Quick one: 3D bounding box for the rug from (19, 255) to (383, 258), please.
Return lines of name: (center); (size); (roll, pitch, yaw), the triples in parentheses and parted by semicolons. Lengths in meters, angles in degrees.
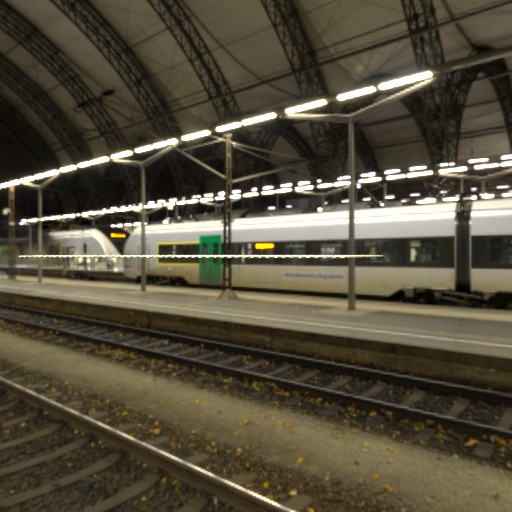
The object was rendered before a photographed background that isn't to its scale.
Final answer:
rug: (0.000, 0.000, 2.989); (1.524, 0.010, 2.438); (0, 0, 19)
